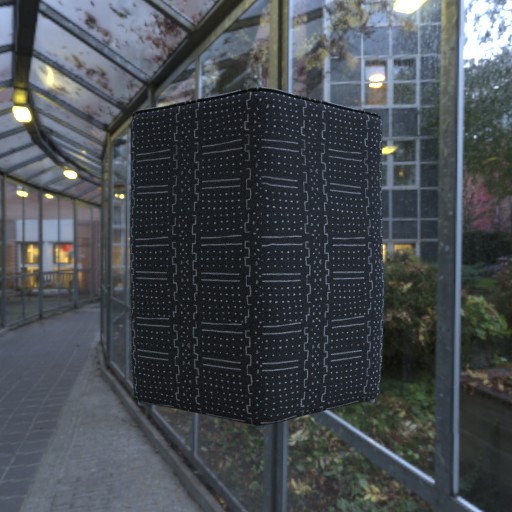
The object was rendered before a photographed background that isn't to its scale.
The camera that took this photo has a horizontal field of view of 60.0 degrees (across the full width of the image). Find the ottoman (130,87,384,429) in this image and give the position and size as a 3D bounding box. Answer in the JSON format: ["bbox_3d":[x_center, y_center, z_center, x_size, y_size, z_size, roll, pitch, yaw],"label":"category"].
[{"bbox_3d":[0.000,0.000,0.871,0.443,0.502,0.494,0,0,-2],"label":"ottoman"}]
